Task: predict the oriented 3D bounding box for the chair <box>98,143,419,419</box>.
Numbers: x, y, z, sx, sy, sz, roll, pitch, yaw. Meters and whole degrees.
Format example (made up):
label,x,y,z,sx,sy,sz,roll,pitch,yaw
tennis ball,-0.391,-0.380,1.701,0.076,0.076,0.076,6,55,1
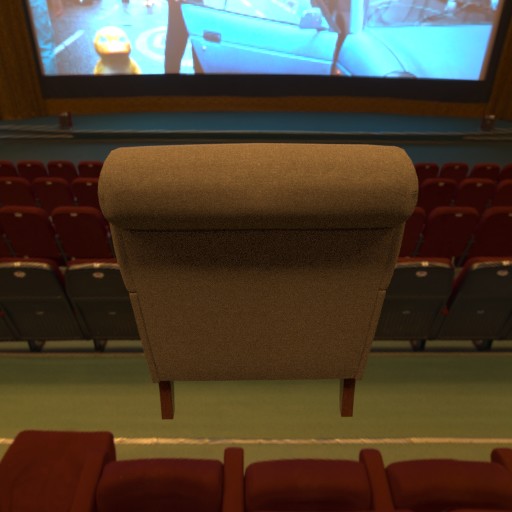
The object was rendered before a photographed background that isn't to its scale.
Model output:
label,x,y,z,sx,sy,sz,roll,pitch,yaw
chair,0.000,0.000,1.542,0.766,0.942,0.843,0,29,-1
